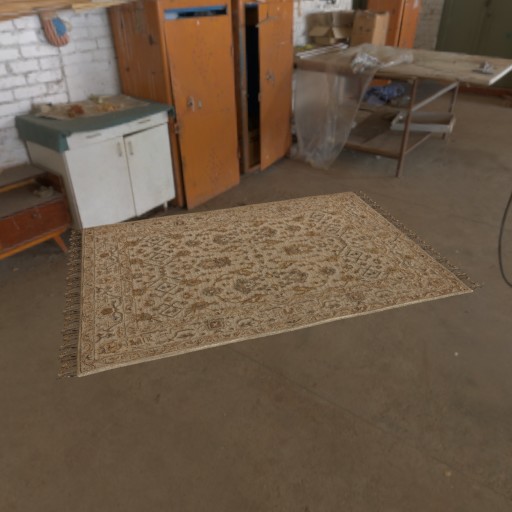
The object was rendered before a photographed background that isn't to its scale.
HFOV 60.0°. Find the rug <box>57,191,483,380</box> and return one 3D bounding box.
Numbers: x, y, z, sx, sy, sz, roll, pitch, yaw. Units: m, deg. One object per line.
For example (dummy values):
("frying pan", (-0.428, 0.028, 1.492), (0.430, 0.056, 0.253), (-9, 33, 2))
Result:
("rug", (0.000, 0.000, 2.994), (2.434, 0.027, 1.529), (-10, 33, -15))
